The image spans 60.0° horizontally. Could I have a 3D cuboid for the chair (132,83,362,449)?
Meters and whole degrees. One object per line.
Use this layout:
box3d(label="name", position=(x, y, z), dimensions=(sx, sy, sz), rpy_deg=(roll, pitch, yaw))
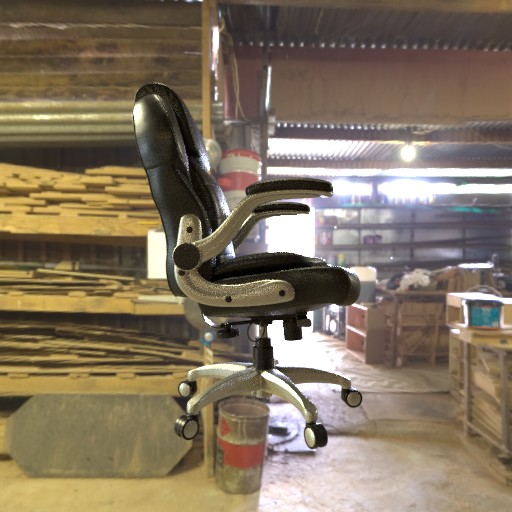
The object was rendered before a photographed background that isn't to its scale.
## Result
box3d(label="chair", position=(0.000, 0.000, 1.642), dimensions=(0.801, 1.141, 0.724), rpy_deg=(0, 1, 1))
